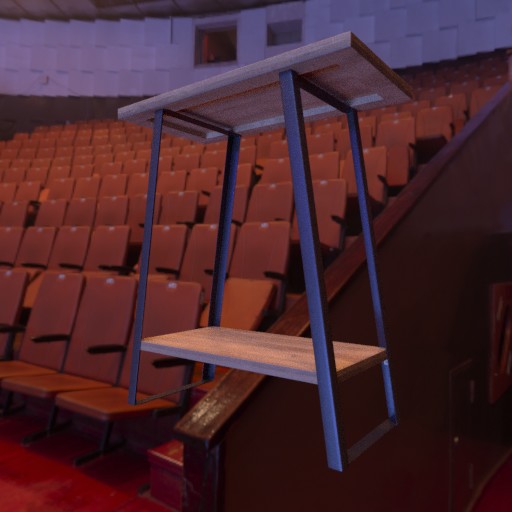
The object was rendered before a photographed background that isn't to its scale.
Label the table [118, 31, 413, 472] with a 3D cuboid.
[{"bbox_3d":[0.000,0.000,0.990,0.599,0.701,0.300,0,0,37],"label":"table"}]
